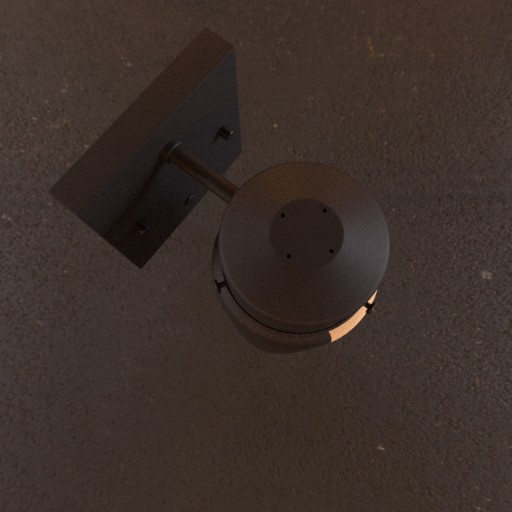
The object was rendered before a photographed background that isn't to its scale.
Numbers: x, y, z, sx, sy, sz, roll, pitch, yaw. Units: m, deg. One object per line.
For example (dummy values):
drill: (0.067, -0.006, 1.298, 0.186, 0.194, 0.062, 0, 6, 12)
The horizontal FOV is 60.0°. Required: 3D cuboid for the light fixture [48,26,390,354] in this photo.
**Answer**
light fixture: (0.000, 0.000, 0.354, 0.176, 0.257, 0.130, 37, 79, 9)
